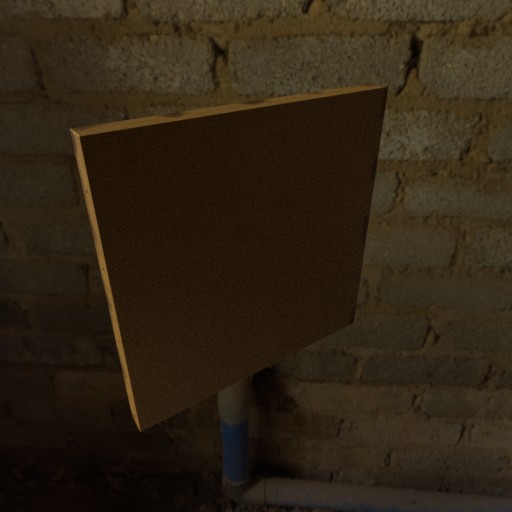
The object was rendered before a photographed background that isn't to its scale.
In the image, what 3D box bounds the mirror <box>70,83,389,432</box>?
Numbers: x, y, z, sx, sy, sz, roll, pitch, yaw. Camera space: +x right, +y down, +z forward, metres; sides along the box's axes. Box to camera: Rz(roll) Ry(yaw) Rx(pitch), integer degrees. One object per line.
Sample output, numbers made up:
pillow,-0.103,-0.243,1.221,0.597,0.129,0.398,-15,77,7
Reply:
mirror,0.000,0.000,0.763,0.509,0.507,0.042,-20,36,-29
